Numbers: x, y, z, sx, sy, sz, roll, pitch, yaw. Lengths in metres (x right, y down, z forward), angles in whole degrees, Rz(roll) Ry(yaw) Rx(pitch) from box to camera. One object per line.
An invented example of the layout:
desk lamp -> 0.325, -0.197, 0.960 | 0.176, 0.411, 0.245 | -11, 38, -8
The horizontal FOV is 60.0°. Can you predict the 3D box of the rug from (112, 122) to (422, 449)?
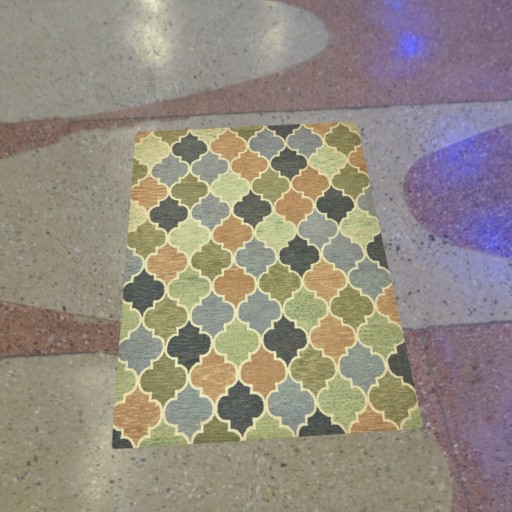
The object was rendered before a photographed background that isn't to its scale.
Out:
rug -> 0.000, 0.000, 4.176 | 2.439, 0.013, 3.200 | -3, 63, -2
